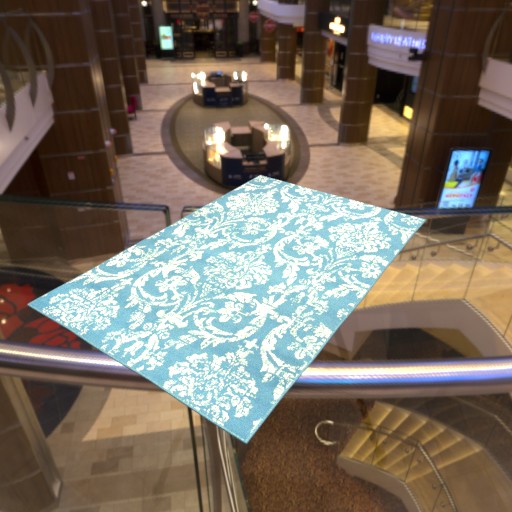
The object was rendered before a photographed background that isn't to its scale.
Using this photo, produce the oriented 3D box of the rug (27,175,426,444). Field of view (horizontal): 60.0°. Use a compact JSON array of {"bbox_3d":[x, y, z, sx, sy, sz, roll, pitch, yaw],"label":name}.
[{"bbox_3d":[0.000,0.000,2.317,1.211,0.012,1.833,21,38,29],"label":"rug"}]
